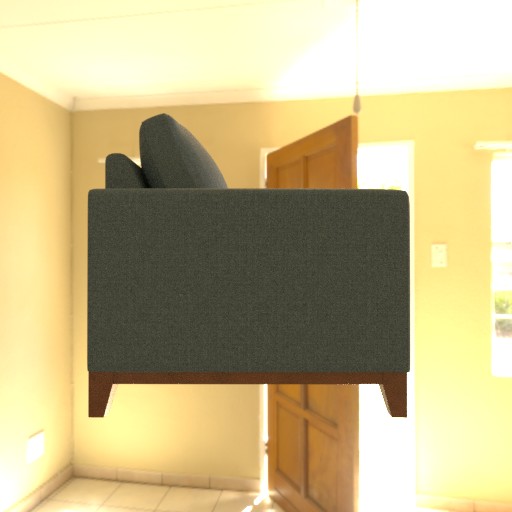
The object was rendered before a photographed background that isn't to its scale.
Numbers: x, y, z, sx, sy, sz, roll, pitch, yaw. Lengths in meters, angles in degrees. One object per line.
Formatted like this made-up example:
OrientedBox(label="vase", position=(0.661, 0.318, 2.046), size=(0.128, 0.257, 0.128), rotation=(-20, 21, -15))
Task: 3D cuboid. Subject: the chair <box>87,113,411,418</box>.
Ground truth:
OrientedBox(label="chair", position=(0.000, 0.000, 1.865), size=(1.038, 1.010, 1.024), rotation=(0, -1, 0))
